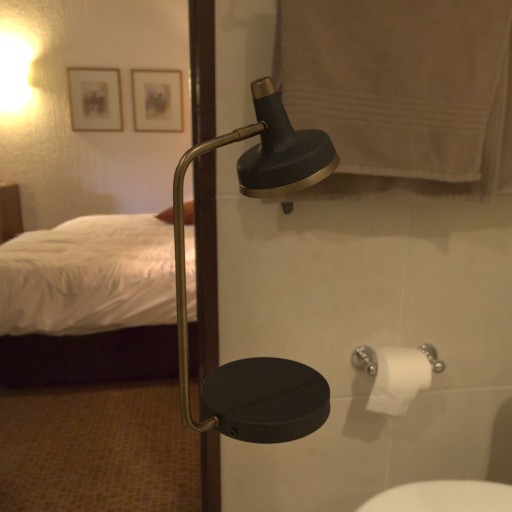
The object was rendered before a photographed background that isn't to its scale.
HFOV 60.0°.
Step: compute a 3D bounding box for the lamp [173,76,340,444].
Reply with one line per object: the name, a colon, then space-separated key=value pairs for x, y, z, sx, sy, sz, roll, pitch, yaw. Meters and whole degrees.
lamp: x=0.000 y=0.000 z=0.500 sx=0.218 sy=0.385 sz=0.162 roll=-13 pitch=19 yaw=-43
